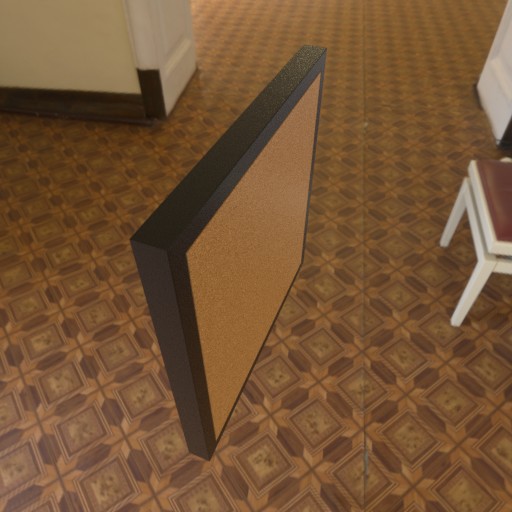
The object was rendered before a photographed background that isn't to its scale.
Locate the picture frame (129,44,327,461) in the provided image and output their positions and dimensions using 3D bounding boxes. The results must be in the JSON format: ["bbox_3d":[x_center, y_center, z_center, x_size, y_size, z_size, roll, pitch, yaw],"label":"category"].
[{"bbox_3d":[0.000,0.000,0.519,0.029,0.353,0.355,17,48,16],"label":"picture frame"}]
